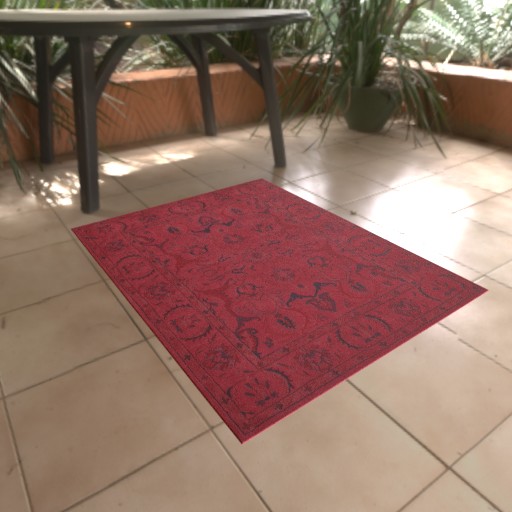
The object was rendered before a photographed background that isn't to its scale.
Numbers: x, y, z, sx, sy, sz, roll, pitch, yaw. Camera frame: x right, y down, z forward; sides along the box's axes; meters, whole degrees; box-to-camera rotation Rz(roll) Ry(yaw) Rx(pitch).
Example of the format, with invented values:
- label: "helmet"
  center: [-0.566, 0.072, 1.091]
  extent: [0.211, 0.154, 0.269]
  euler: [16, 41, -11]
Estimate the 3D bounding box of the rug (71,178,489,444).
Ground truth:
- label: "rug"
  center: [0.000, 0.000, 3.841]
  extent: [2.300, 0.012, 2.929]
  euler: [-20, 36, -30]
